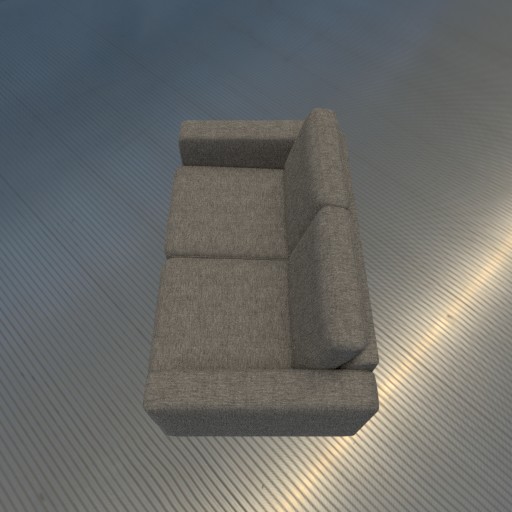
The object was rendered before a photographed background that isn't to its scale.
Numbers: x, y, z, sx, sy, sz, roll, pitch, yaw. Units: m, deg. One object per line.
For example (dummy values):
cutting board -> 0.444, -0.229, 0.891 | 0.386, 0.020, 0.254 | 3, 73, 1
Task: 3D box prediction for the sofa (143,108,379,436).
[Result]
sofa -> 0.000, 0.000, 2.104 | 0.900, 0.800, 1.520 | 0, 58, 0
